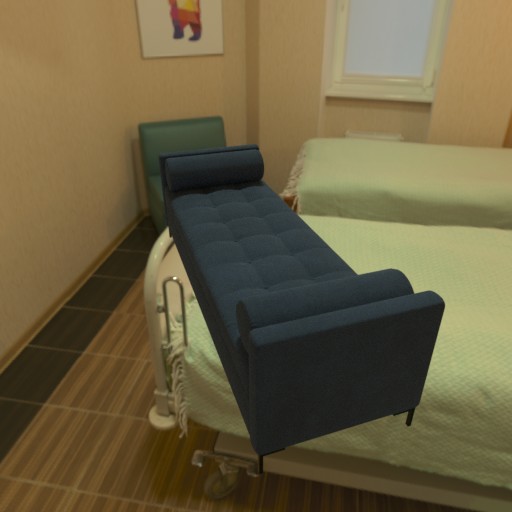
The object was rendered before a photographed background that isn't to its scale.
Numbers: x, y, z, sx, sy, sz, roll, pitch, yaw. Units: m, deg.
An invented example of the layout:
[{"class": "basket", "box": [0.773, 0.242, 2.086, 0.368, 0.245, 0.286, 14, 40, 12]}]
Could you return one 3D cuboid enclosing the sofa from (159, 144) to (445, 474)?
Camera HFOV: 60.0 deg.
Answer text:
[{"class": "sofa", "box": [0.000, 0.000, 2.348, 0.686, 0.635, 1.981, -10, 32, -16]}]
